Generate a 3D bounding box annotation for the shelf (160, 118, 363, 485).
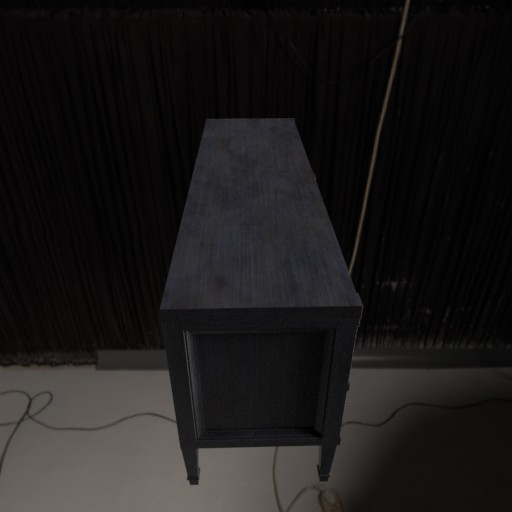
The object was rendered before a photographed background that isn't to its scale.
[{"bbox_3d":[0.000,0.000,1.863,0.479,0.719,1.575,-1,32,-1],"label":"shelf"}]
